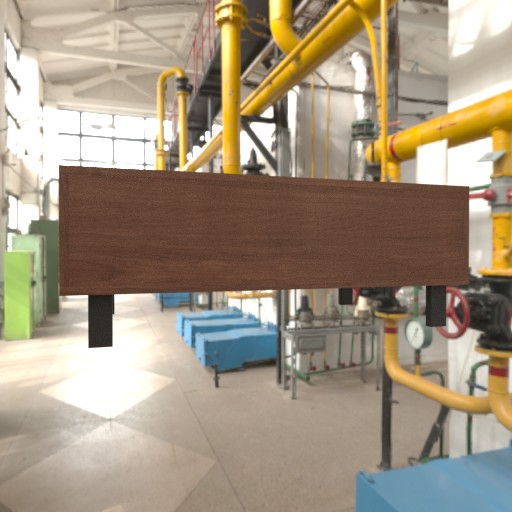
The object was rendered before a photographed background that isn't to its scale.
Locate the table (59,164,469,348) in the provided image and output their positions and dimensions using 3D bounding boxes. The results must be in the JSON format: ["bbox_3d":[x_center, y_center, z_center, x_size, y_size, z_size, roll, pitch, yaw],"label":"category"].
[{"bbox_3d":[0.000,0.000,1.333,1.020,0.380,0.600,0,1,-17],"label":"table"}]
